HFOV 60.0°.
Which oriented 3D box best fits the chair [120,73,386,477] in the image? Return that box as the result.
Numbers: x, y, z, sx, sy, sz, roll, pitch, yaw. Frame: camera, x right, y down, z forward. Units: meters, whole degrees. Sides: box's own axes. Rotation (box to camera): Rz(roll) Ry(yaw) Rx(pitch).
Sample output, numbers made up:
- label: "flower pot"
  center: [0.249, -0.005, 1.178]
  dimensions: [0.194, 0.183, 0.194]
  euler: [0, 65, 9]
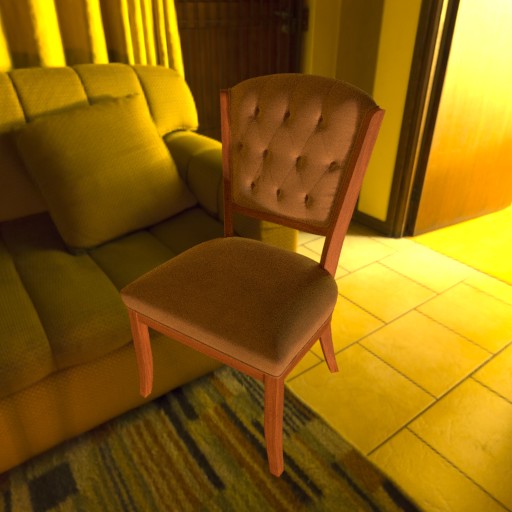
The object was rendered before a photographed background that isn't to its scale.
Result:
- label: "chair"
  center: [0.000, 0.000, 1.258]
  dimensions: [0.513, 0.905, 0.584]
  euler: [18, 35, 28]
